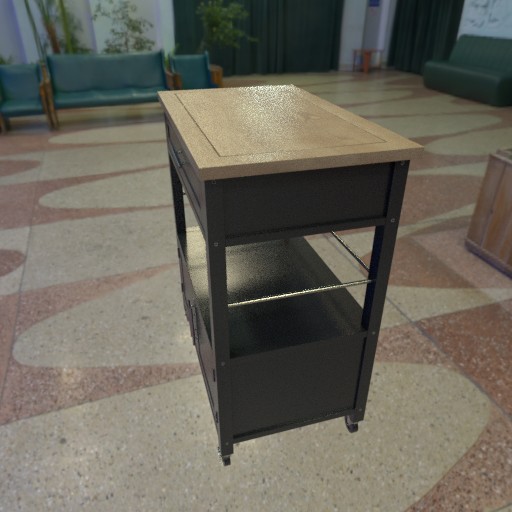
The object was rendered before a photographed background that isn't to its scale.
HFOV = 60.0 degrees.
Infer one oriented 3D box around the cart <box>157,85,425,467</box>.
[{"bbox_3d":[0.000,0.000,1.406,0.459,0.901,0.840,-8,31,-14],"label":"cart"}]
